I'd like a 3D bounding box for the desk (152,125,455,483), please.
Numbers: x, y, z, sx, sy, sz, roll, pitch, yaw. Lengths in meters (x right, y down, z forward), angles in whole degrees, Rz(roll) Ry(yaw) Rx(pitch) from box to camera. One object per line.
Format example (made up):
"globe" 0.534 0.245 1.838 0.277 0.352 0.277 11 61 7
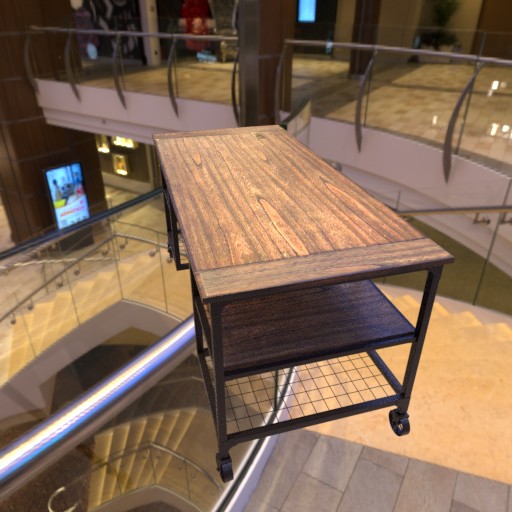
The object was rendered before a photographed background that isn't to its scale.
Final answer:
"desk" 0.000 0.000 1.984 0.711 0.751 1.590 -8 31 -14
